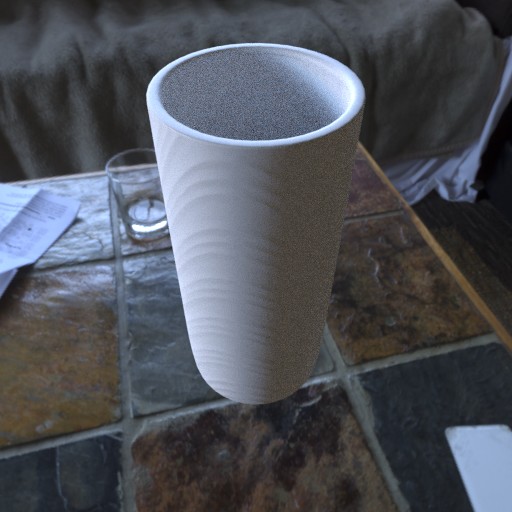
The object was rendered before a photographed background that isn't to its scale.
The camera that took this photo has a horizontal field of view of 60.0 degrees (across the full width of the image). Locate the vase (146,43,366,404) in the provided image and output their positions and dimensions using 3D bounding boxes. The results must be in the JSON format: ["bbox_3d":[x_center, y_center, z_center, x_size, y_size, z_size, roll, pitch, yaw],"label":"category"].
[{"bbox_3d":[0.000,0.000,0.396,0.143,0.316,0.143,0,47,0],"label":"vase"}]
